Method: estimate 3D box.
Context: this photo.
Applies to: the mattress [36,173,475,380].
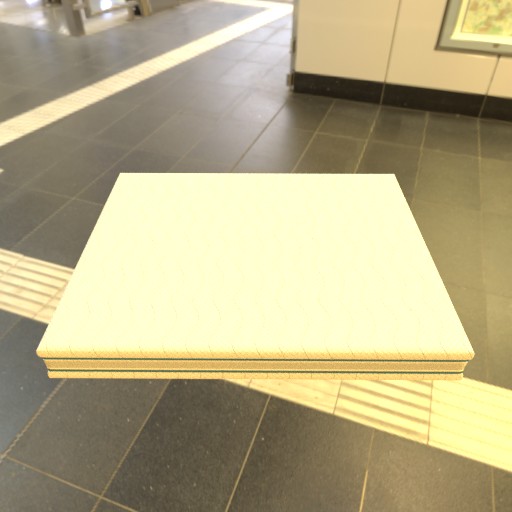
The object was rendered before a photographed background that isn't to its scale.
[{"bbox_3d":[0.000,0.000,2.685,2.000,0.230,1.600,0,41,0],"label":"mattress"}]
